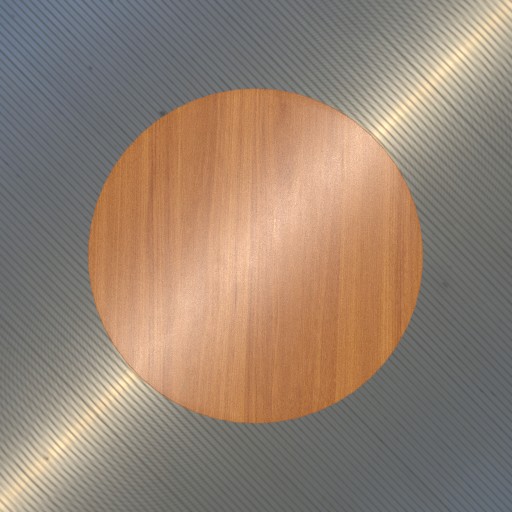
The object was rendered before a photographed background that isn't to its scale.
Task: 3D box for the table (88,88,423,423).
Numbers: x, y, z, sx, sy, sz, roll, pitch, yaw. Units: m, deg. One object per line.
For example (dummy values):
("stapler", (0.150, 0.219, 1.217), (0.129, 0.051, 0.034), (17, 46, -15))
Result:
("table", (0.000, 0.000, 1.596), (1.029, 0.490, 1.029), (0, 90, 0))
